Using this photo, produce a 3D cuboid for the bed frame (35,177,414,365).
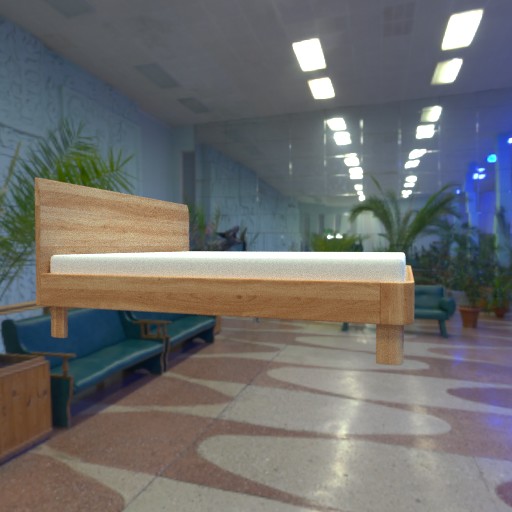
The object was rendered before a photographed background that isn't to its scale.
[{"bbox_3d":[0.000,0.000,3.146,2.092,0.940,1.872,0,1,19],"label":"bed frame"}]
